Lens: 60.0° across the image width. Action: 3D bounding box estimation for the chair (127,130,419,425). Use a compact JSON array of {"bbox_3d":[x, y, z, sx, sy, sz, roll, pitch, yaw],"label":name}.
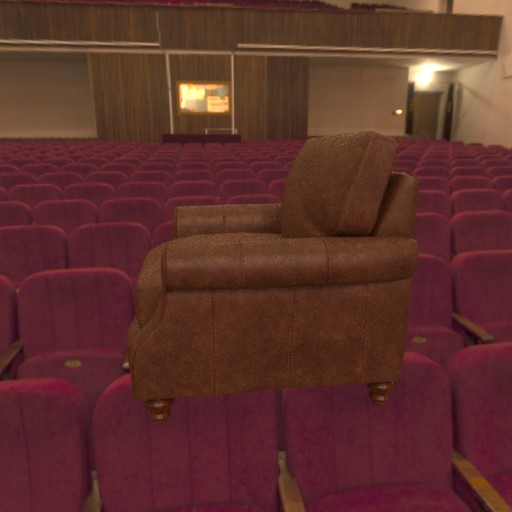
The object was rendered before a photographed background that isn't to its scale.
[{"bbox_3d":[0.000,0.000,1.817,1.002,0.976,0.996,-2,14,-7],"label":"chair"}]
